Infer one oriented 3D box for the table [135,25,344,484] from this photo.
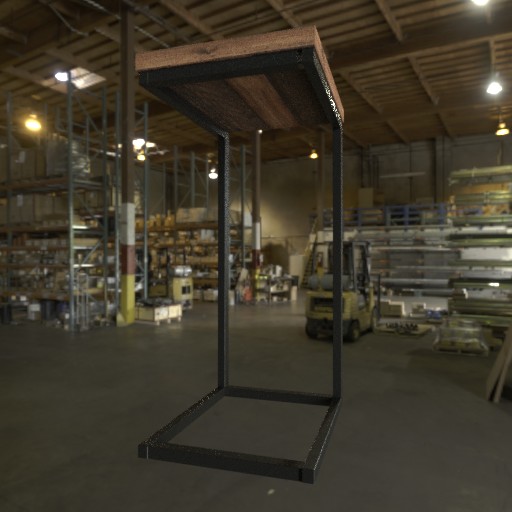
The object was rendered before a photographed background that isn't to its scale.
[{"bbox_3d":[0.000,0.000,0.934,0.323,0.718,0.414,0,0,17],"label":"table"}]
